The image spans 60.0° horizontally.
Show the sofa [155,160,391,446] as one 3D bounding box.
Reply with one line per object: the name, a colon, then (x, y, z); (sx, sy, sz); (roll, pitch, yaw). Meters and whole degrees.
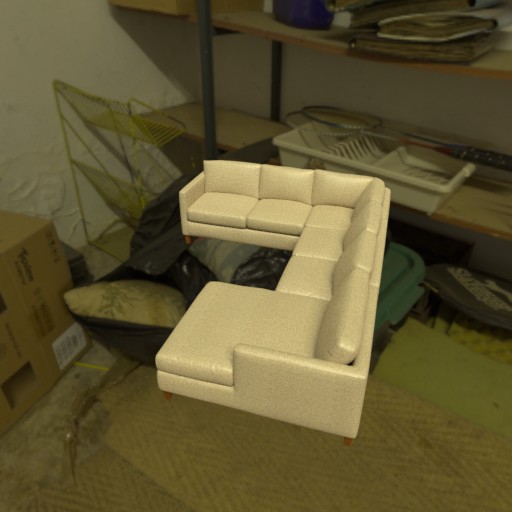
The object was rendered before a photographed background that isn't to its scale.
sofa: (0.000, 0.000, 4.724); (2.594, 0.961, 3.460); (9, 32, 15)
